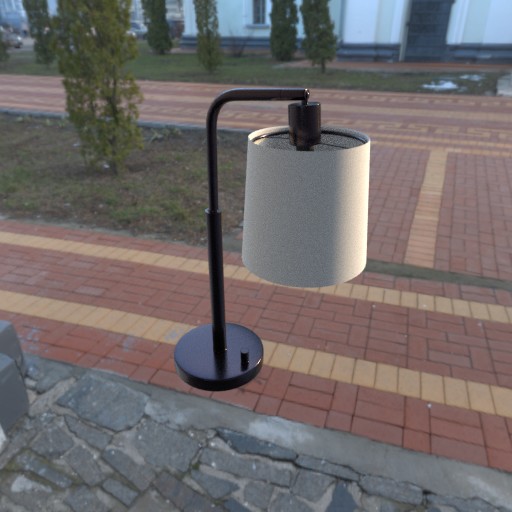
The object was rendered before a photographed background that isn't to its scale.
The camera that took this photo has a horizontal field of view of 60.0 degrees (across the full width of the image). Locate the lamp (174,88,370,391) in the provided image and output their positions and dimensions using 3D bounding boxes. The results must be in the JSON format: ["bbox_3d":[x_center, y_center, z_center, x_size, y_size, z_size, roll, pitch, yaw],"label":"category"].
[{"bbox_3d":[0.000,0.000,0.672,0.333,0.489,0.171,18,33,31],"label":"lamp"}]
